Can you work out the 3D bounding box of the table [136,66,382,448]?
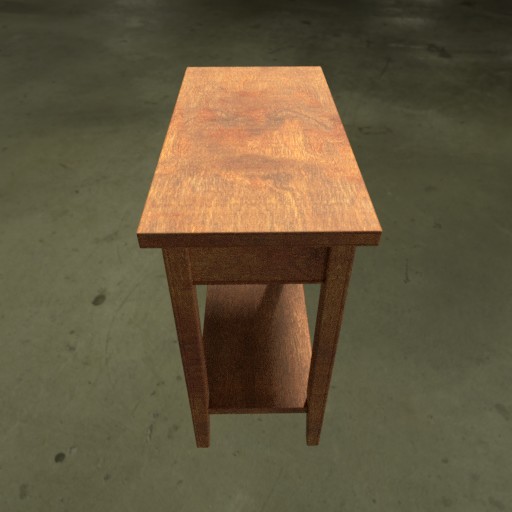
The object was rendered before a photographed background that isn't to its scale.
[{"bbox_3d":[0.000,0.000,0.976,0.305,0.610,0.610,-1,41,-1],"label":"table"}]
